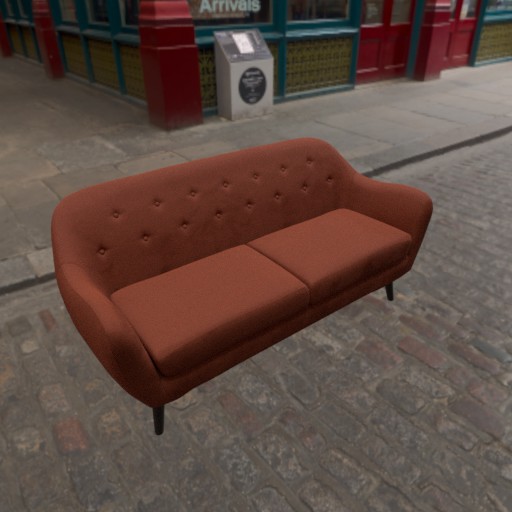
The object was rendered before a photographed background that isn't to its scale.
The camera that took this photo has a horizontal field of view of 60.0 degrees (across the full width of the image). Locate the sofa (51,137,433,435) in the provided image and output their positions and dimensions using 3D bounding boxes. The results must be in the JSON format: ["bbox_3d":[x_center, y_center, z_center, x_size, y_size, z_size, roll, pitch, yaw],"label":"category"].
[{"bbox_3d":[0.000,0.000,2.245,1.840,0.836,0.820,-21,37,-32],"label":"sofa"}]
